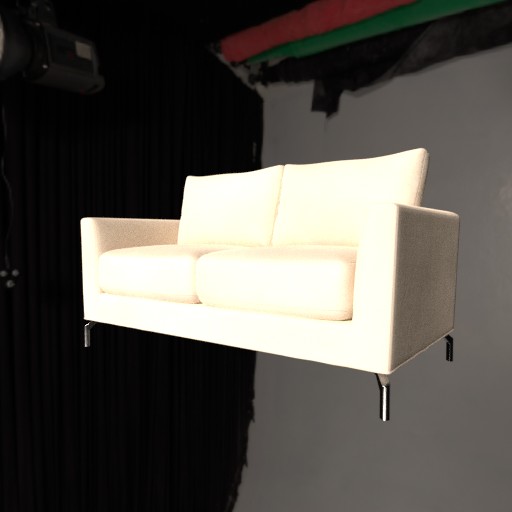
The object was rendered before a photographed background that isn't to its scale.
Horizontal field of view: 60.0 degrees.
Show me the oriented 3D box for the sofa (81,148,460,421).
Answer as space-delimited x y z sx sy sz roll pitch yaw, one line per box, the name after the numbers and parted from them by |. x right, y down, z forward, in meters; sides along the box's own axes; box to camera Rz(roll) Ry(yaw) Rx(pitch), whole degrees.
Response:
0.000 0.000 2.249 1.739 0.995 0.906 2 3 36 | sofa
